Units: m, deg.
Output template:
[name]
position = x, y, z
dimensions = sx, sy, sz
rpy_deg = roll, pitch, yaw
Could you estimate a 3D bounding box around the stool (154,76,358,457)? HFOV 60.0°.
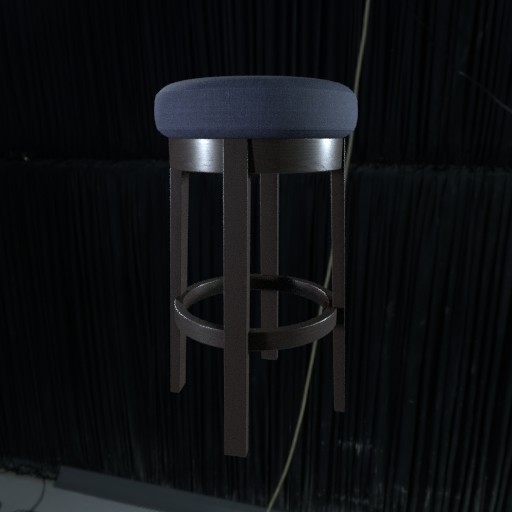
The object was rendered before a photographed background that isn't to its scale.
[stool]
position = 0.000, 0.000, 1.039
dimensions = 0.446, 0.758, 0.446
rpy_deg = 0, 15, 0
